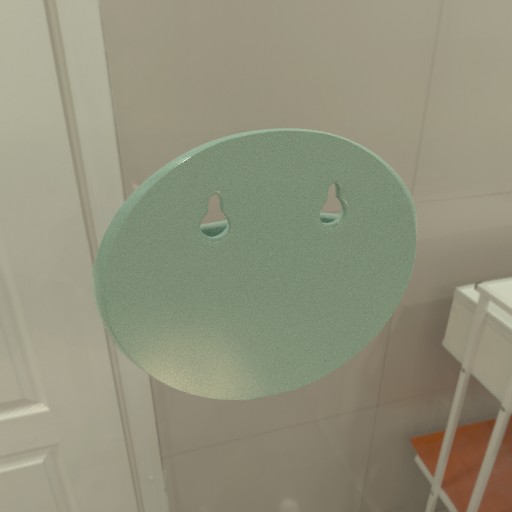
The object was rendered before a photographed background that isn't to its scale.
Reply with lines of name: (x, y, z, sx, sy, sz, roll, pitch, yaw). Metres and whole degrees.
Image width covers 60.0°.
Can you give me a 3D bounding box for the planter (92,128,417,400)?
planter: (0.000, 0.000, 0.273, 0.189, 0.164, 0.073, -8, 27, -15)
